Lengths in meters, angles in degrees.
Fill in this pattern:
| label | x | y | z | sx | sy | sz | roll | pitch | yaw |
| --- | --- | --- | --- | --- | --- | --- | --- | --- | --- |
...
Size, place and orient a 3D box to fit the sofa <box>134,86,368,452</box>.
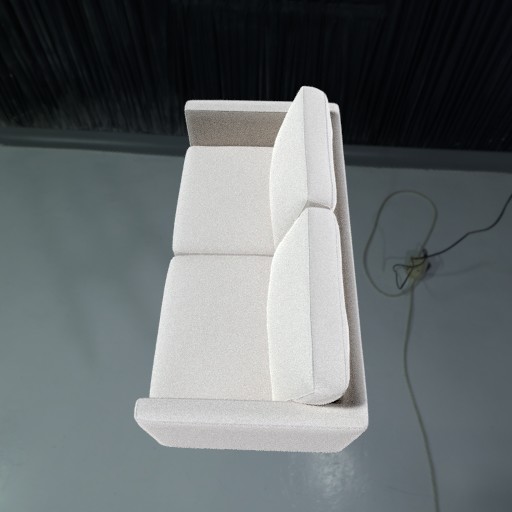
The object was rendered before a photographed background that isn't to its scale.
| label | x | y | z | sx | sy | sz | roll | pitch | yaw |
| --- | --- | --- | --- | --- | --- | --- | --- | --- | --- |
| sofa | 0.000 | 0.000 | 2.217 | 0.873 | 0.888 | 1.722 | 2 | 59 | 1 |
